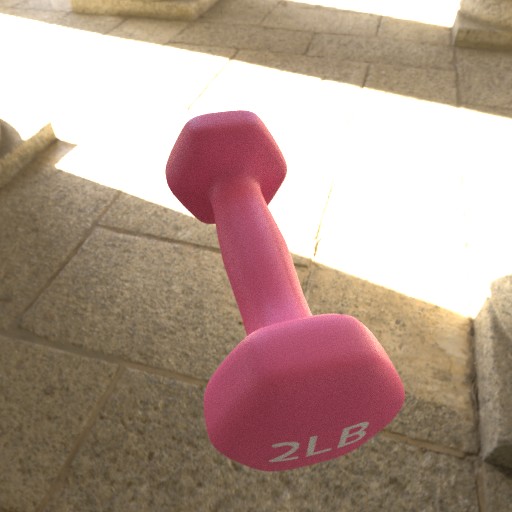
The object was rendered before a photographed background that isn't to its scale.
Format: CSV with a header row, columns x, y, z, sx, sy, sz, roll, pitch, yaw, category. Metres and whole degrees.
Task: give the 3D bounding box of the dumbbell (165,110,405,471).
x,y,z,sx,sy,sz,roll,pitch,yaw,category
0.000,0.000,0.167,0.058,0.053,0.146,-9,46,-9,dumbbell
